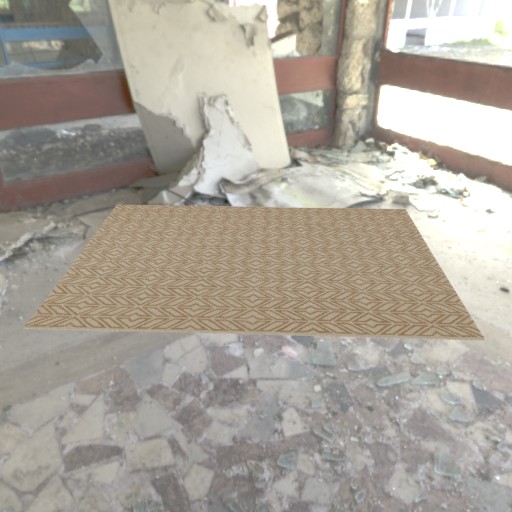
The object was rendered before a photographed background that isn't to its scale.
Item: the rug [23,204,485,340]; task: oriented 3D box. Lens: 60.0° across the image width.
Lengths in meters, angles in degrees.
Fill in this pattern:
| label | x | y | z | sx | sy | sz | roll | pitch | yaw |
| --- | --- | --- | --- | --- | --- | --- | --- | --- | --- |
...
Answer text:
| label | x | y | z | sx | sy | sz | roll | pitch | yaw |
| --- | --- | --- | --- | --- | --- | --- | --- | --- | --- |
| rug | 0.000 | 0.000 | 2.273 | 1.828 | 0.007 | 1.220 | 1 | 30 | 2 |
